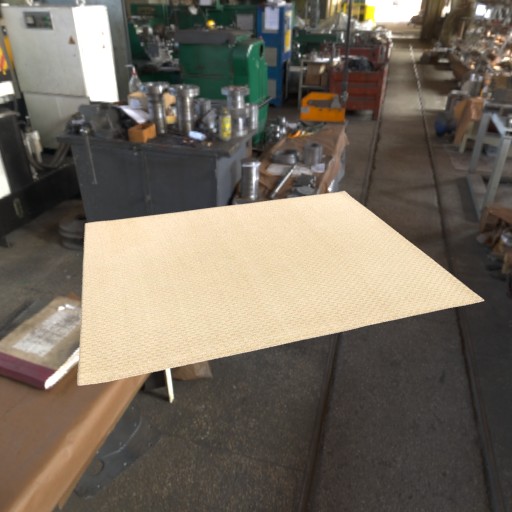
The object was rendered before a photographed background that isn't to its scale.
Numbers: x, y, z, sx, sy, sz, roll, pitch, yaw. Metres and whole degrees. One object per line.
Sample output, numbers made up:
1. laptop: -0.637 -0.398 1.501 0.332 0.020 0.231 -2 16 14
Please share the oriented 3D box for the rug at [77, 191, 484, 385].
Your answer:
1. rug: 0.000 0.000 3.892 2.897 0.035 2.277 -9 31 -15
